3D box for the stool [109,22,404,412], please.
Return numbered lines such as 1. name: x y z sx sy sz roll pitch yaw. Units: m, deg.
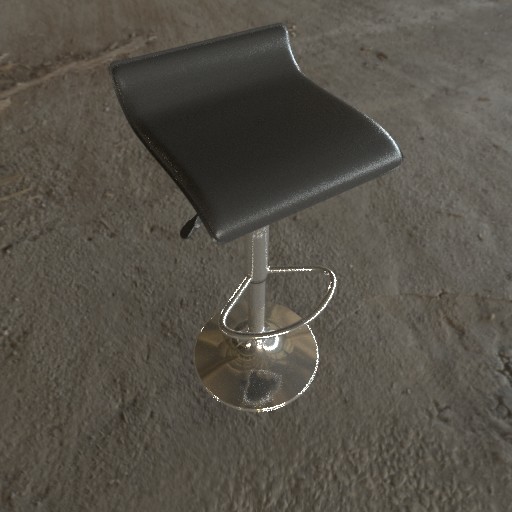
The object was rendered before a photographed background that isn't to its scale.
1. stool: 0.000 0.000 1.038 0.381 0.851 0.381 -25 52 -21
